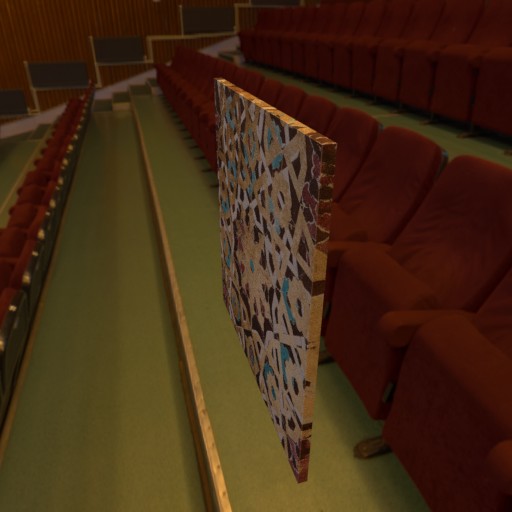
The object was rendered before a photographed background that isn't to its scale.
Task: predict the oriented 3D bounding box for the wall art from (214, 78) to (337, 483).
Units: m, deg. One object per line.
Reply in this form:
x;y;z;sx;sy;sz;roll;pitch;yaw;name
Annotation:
0.000;0.000;1.131;0.028;0.762;0.757;-8;30;-14;wall art
